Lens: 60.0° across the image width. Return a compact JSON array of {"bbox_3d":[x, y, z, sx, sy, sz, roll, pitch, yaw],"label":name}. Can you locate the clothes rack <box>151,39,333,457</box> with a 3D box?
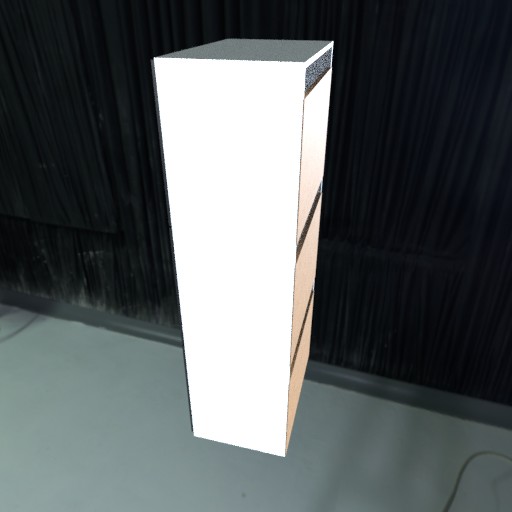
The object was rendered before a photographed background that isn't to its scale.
[{"bbox_3d":[0.000,0.000,1.392,0.330,1.187,0.500,8,31,13],"label":"clothes rack"}]
